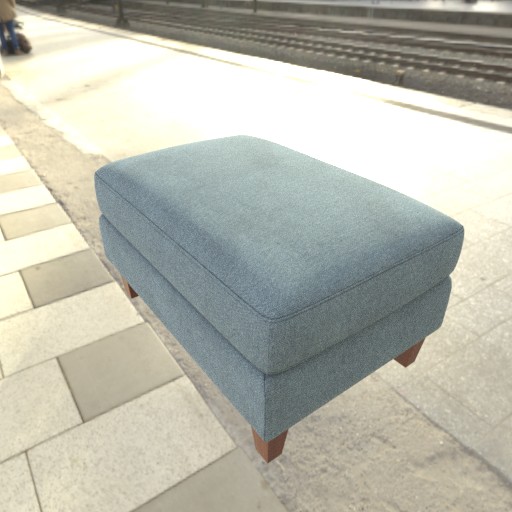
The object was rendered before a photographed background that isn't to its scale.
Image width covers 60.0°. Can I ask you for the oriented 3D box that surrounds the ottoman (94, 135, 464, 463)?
[{"bbox_3d":[0.000,0.000,1.219,0.584,0.483,0.864,-21,38,-30],"label":"ottoman"}]
